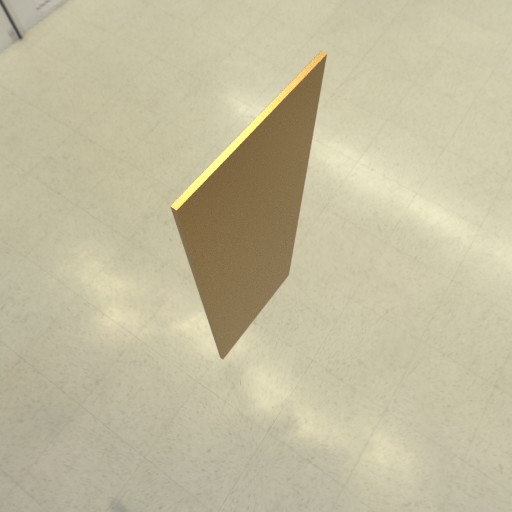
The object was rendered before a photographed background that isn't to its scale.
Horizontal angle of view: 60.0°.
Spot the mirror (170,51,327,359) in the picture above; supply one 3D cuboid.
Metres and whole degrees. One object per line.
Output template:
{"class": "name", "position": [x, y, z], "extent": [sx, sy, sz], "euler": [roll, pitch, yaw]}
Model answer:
{"class": "mirror", "position": [0.000, 0.000, 2.363], "extent": [0.025, 2.031, 0.812], "euler": [34, 69, 15]}
